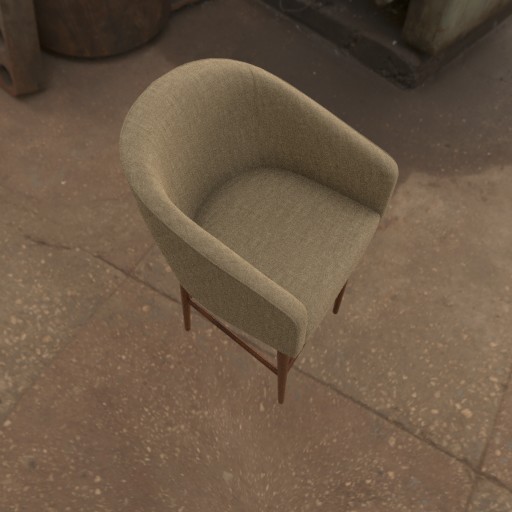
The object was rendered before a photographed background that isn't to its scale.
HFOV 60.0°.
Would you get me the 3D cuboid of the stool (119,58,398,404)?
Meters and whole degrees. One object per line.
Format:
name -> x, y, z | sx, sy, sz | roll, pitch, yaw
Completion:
stool -> 0.000, 0.000, 1.449 | 0.607, 1.078, 0.559 | 29, 63, 17
